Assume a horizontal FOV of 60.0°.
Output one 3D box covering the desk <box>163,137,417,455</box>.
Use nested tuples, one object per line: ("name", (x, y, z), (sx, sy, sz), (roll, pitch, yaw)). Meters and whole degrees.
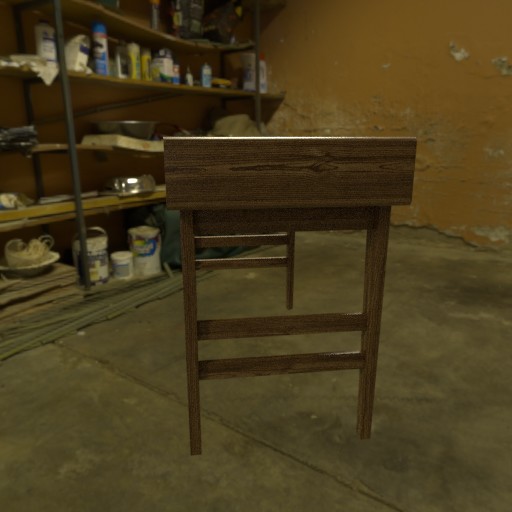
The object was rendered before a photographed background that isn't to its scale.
("desk", (0.000, 0.000, 1.466), (0.508, 0.755, 1.067), (-2, 15, -8))
